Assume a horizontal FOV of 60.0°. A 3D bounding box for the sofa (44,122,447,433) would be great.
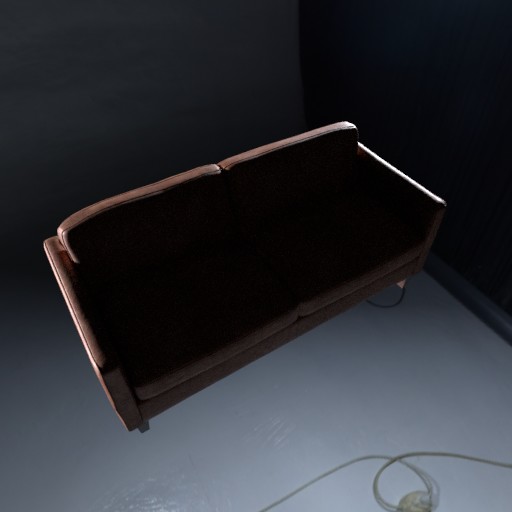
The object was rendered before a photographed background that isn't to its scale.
[{"bbox_3d":[0.000,0.000,2.479,1.971,0.863,0.923,-24,50,-22],"label":"sofa"}]
